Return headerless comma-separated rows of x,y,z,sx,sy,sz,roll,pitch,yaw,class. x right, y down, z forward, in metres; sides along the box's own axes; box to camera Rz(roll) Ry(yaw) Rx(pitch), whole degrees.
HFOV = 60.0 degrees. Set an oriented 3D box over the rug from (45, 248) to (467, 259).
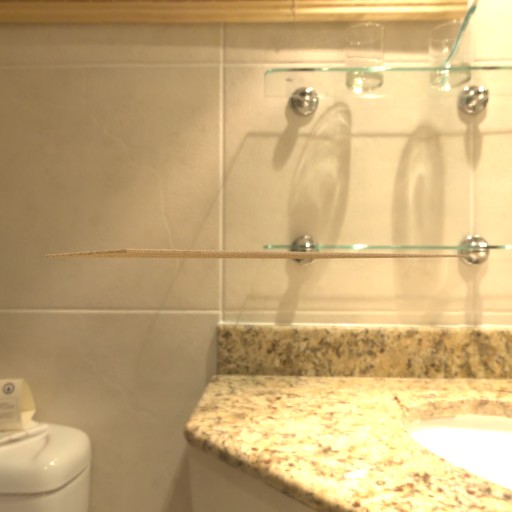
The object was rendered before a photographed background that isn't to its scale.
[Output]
0.000,0.000,2.754,2.144,0.013,1.509,1,-1,-35,rug
